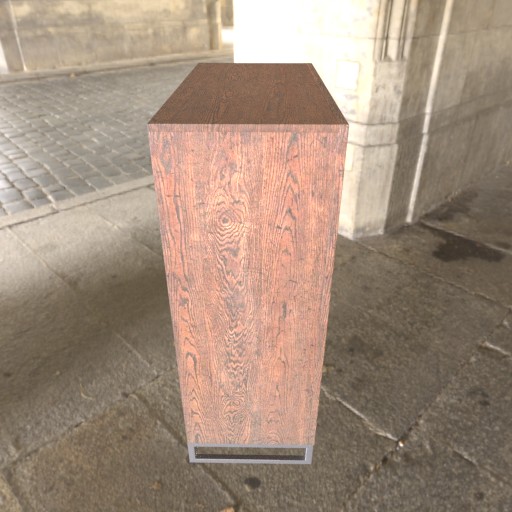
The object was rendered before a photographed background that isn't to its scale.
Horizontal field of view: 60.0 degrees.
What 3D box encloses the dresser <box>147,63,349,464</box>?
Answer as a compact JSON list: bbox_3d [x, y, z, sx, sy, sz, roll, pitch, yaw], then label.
[{"bbox_3d":[0.000,0.000,1.804,0.508,1.321,0.965,0,31,1],"label":"dresser"}]
